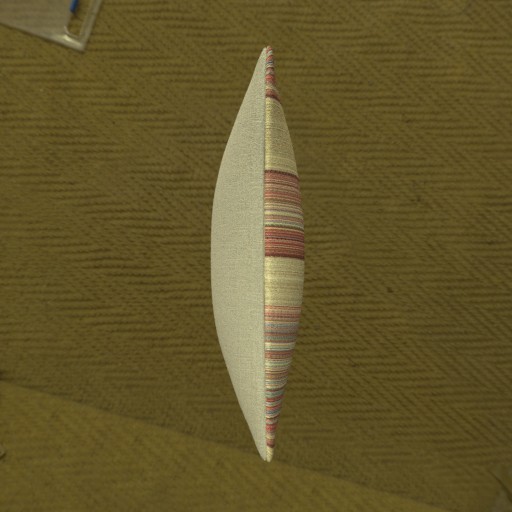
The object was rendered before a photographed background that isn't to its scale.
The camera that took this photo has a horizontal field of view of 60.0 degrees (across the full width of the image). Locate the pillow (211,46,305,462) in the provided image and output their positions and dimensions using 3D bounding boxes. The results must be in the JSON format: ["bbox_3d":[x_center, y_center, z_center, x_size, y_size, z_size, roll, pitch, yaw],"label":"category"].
[{"bbox_3d":[0.000,0.000,0.658,0.136,0.419,0.437,0,89,-3],"label":"pillow"}]
